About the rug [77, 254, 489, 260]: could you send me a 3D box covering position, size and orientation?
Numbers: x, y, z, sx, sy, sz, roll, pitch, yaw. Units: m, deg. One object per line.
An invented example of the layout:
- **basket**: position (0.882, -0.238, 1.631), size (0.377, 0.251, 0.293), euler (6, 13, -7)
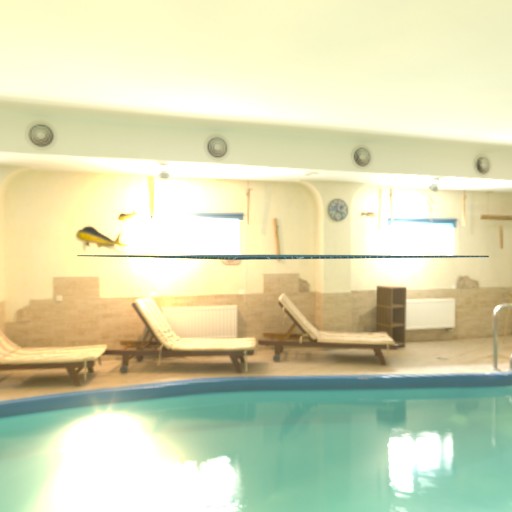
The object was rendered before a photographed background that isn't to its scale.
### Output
- **rug**: position (0.000, 0.000, 4.084), size (2.432, 0.012, 3.033), euler (0, 0, -35)
